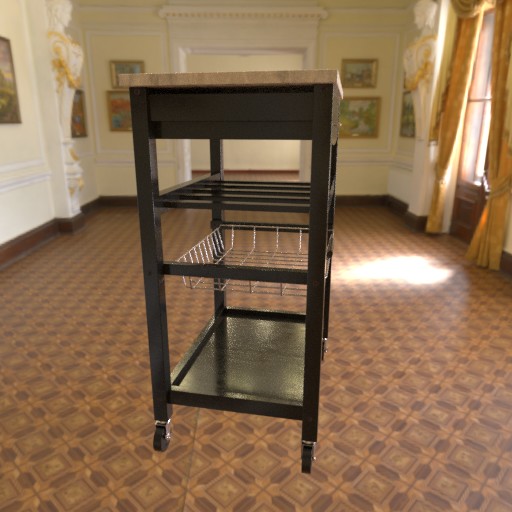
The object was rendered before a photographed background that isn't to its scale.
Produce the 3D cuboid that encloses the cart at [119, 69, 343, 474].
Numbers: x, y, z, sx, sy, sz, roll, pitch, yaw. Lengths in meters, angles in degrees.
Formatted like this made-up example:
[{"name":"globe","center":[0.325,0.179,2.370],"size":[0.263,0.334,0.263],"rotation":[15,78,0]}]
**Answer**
[{"name":"cart","center":[0.000,0.000,1.162],"size":[0.403,0.839,0.584],"rotation":[3,17,11]}]
